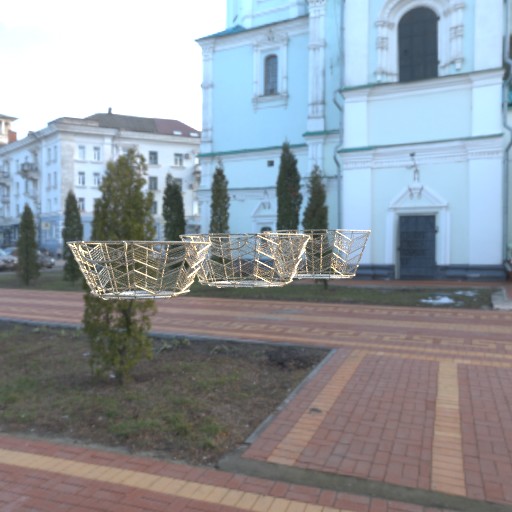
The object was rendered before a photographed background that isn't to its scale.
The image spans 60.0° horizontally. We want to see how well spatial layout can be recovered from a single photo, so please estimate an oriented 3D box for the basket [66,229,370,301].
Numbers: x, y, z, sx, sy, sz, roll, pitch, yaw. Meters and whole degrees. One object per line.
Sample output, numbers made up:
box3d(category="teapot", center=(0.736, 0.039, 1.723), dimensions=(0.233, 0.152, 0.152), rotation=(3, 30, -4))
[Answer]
box3d(category="basket", center=(0.000, 0.000, 1.404), dimensions=(0.432, 0.178, 1.246), rotation=(1, 1, 36))
